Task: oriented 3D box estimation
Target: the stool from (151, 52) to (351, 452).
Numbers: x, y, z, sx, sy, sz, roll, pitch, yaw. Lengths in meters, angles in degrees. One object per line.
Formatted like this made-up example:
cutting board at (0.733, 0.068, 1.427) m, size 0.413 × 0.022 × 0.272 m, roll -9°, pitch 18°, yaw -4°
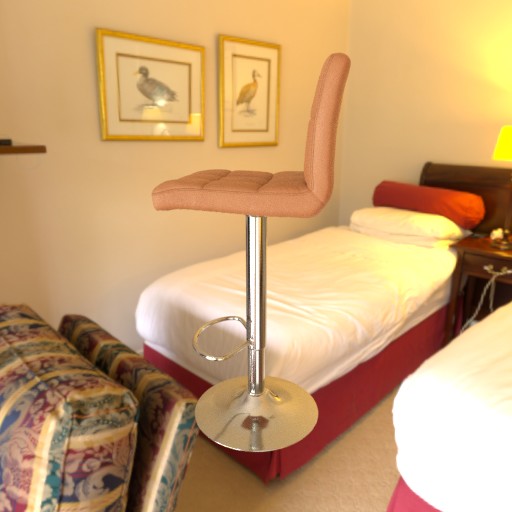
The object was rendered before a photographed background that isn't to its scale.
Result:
stool at (0.000, 0.000, 1.385) m, size 0.505 × 1.115 × 0.430 m, roll 2°, pitch 16°, yaw 8°
